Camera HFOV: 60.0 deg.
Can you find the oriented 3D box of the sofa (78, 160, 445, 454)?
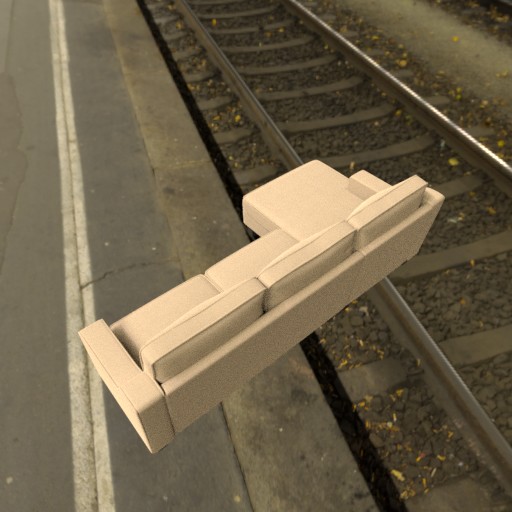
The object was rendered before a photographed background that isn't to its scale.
[{"bbox_3d":[0.000,0.000,3.207,2.561,0.928,1.294,-31,53,-27],"label":"sofa"}]
